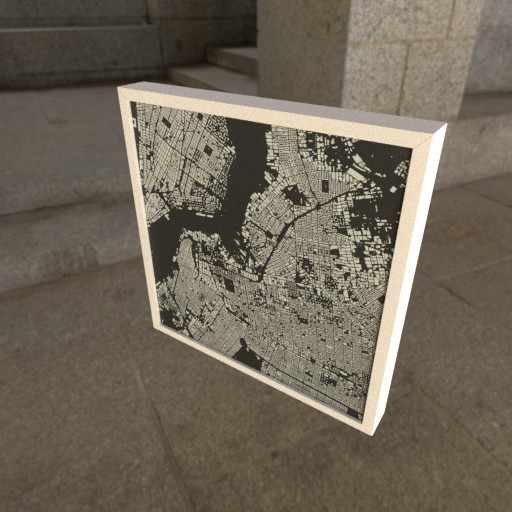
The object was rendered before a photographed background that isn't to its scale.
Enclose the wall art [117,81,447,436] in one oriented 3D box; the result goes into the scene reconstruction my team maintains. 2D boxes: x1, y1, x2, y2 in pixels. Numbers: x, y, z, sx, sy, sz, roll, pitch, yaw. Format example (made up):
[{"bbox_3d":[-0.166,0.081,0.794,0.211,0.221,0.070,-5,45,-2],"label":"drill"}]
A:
[{"bbox_3d":[0.000,0.000,0.455,0.305,0.305,0.037,19,36,28],"label":"wall art"}]
